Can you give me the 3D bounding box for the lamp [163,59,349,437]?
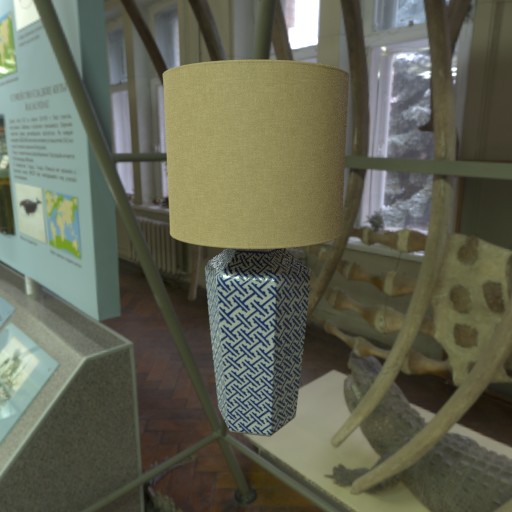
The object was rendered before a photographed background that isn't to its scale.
[{"bbox_3d":[0.000,0.000,0.850,0.320,0.682,0.320,-13,18,-43],"label":"lamp"}]
